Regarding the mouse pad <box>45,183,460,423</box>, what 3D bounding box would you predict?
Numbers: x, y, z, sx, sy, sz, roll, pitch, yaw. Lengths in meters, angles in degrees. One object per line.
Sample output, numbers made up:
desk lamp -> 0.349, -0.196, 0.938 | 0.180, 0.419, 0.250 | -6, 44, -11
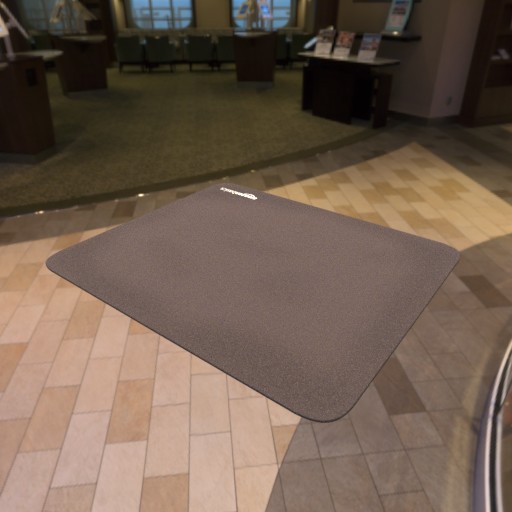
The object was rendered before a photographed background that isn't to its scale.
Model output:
mouse pad -> 0.000, 0.000, 0.425 | 0.315, 0.002, 0.269 | 21, 36, 32
